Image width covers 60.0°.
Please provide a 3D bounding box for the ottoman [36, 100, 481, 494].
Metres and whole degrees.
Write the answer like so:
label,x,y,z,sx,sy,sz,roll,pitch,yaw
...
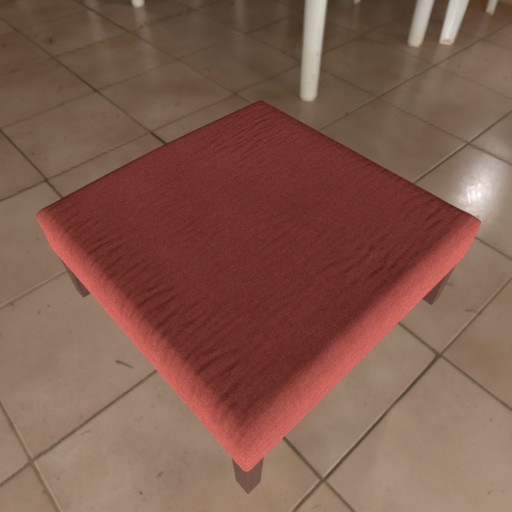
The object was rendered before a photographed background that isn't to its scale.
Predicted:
label,x,y,z,sx,sy,sz,roll,pitch,yaw
ottoman,0.000,0.000,1.354,0.890,0.411,0.889,-35,58,-27
